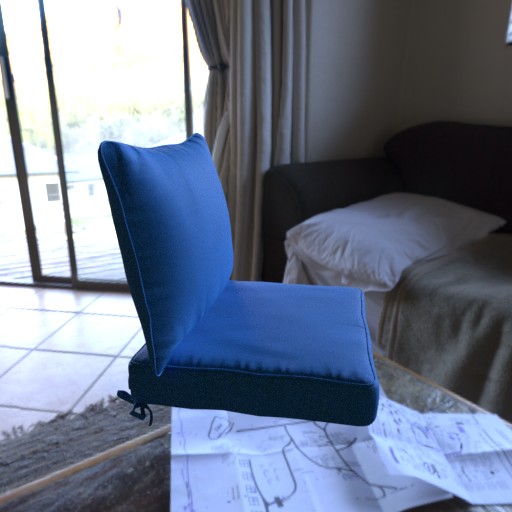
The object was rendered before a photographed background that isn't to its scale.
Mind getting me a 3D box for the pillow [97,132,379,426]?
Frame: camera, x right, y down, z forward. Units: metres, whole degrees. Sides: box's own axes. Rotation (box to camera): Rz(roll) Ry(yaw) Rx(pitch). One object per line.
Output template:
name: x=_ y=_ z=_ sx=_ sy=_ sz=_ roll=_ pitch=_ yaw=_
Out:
pillow: x=0.000 y=0.000 z=1.382 sx=0.733 sy=0.725 sz=0.798 roll=3 pitch=17 yaw=9
